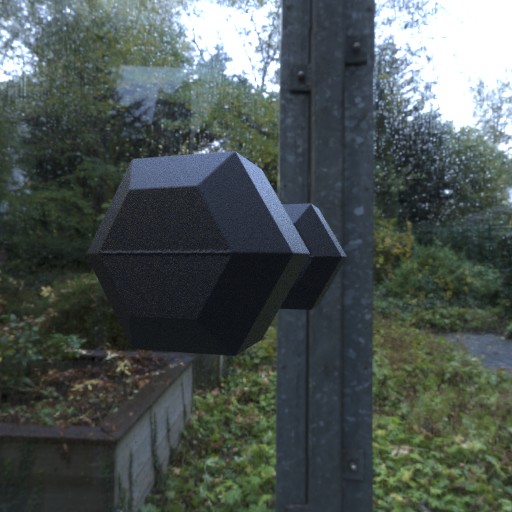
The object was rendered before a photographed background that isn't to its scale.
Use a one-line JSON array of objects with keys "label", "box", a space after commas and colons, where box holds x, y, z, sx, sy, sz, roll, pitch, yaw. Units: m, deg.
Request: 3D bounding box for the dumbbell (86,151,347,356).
[{"label": "dumbbell", "box": [0.000, 0.000, 0.319, 0.106, 0.092, 0.272, 0, -1, 17]}]
